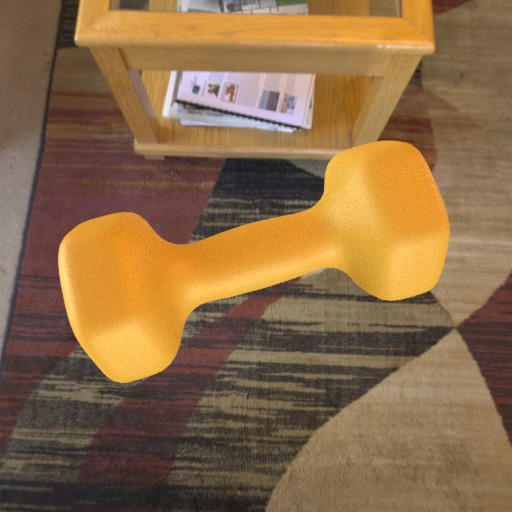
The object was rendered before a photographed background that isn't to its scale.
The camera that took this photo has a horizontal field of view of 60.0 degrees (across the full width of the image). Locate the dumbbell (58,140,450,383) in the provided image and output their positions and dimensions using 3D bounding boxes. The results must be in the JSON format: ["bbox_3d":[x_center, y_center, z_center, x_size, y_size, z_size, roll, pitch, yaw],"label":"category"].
[{"bbox_3d":[0.000,0.000,0.238,0.190,0.082,0.090,-15,77,-4],"label":"dumbbell"}]
